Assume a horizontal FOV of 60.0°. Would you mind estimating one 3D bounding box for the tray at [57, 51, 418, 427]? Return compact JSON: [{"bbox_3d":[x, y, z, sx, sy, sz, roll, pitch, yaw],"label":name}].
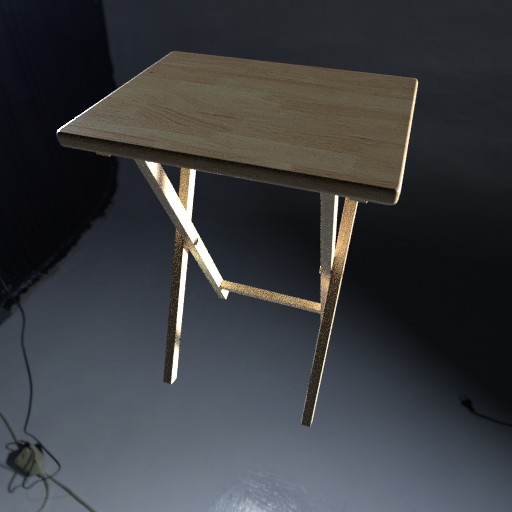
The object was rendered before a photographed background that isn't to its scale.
[{"bbox_3d":[0.000,0.000,0.929,0.483,0.660,0.381,13,43,14],"label":"tray"}]
